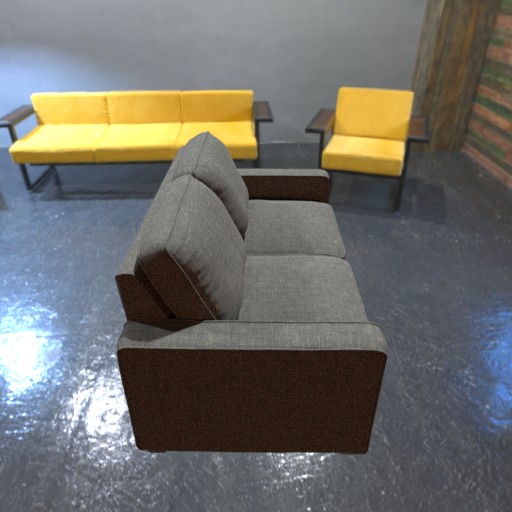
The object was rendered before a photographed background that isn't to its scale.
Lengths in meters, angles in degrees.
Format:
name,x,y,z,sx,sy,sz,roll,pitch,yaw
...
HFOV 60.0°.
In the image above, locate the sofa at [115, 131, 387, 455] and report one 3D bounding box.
name,x,y,z,sx,sy,sz,roll,pitch,yaw
sofa,0.000,0.000,2.264,0.947,0.918,1.709,0,32,1
